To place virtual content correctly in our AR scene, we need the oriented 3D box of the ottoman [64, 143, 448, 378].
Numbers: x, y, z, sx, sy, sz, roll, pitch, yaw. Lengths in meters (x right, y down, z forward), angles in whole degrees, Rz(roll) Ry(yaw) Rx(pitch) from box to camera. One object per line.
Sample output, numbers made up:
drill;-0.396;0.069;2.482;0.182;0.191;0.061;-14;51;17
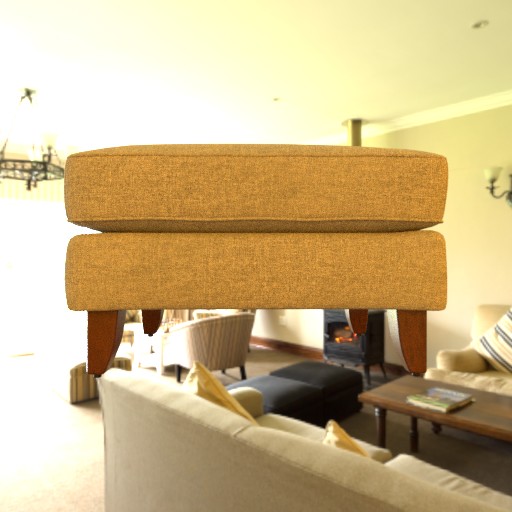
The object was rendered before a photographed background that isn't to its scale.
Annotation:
ottoman;0.000;0.000;1.286;0.889;0.561;0.661;0;0;-1
